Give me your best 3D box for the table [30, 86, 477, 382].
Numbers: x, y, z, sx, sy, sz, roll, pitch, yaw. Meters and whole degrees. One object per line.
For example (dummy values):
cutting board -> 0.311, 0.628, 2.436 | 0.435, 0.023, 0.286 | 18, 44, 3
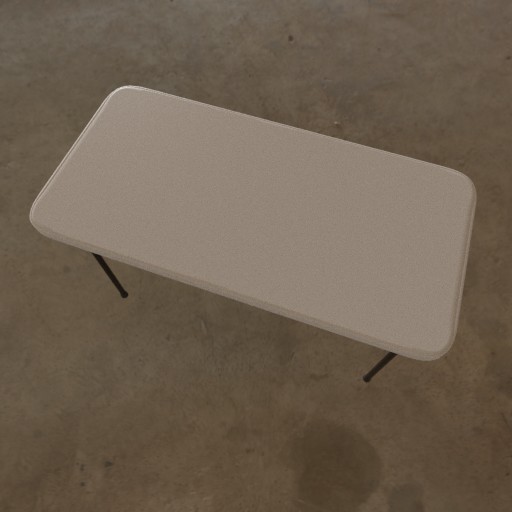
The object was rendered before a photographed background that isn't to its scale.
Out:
table -> 0.000, 0.000, 1.620 | 1.219, 0.729, 0.610 | 17, 64, 9
